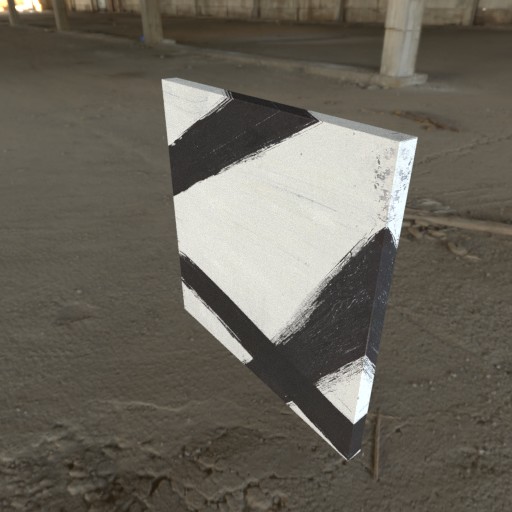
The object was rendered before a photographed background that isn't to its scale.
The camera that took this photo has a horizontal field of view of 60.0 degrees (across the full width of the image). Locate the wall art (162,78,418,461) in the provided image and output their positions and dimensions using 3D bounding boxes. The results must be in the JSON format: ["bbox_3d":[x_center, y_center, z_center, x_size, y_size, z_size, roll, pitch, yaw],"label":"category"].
[{"bbox_3d":[0.000,0.000,1.135,0.046,0.765,0.765,-22,36,-32],"label":"wall art"}]
